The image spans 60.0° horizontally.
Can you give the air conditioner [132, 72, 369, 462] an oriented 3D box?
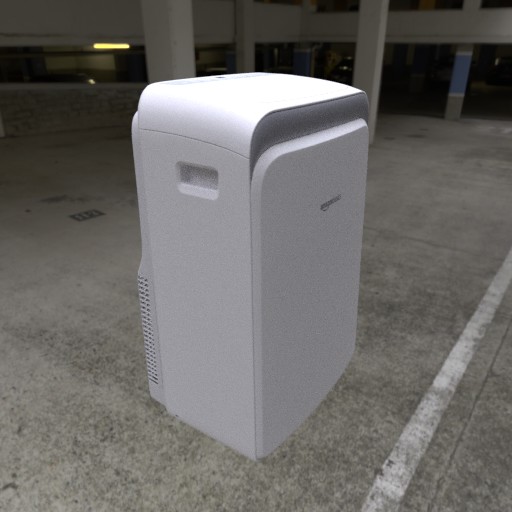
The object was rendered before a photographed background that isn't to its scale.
[{"bbox_3d":[0.000,0.000,0.944,0.365,0.700,0.454,18,32,32],"label":"air conditioner"}]
